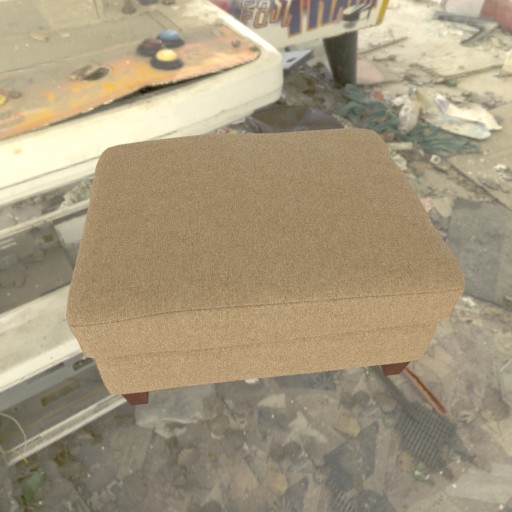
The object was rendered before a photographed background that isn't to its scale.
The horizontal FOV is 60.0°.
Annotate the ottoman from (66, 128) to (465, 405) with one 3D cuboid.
[{"bbox_3d":[0.000,0.000,1.309,0.889,0.511,0.692,-5,46,-5],"label":"ottoman"}]
